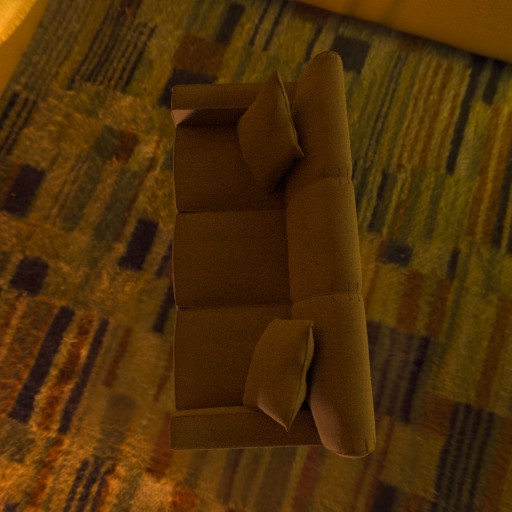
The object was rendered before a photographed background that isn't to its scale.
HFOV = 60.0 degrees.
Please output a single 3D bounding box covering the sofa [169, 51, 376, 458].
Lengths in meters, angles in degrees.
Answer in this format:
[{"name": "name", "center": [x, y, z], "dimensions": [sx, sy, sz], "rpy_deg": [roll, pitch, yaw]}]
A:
[{"name": "sofa", "center": [0.000, 0.000, 2.538], "dimensions": [0.997, 0.958, 2.024], "rpy_deg": [-2, 77, 0]}]
